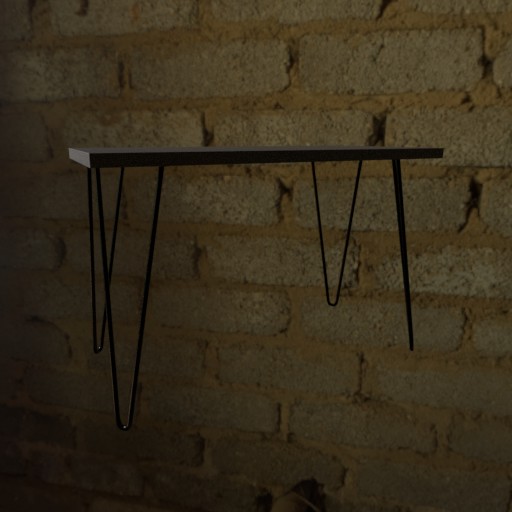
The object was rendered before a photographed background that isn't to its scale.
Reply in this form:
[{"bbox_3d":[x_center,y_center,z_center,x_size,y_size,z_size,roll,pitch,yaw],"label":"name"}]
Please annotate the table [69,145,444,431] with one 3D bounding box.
[{"bbox_3d":[0.000,0.000,1.395,0.991,0.660,0.499,-7,17,-26],"label":"table"}]
